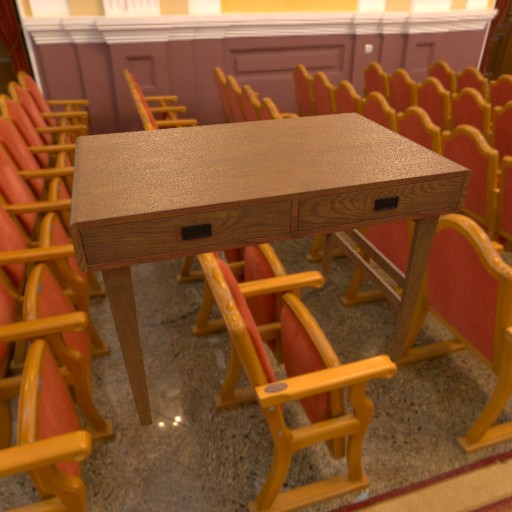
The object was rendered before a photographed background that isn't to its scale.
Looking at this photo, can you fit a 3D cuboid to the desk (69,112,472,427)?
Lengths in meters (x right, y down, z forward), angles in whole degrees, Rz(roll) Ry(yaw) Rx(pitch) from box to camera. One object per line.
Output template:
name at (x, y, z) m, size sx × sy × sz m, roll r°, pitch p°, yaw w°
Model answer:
desk at (0.000, 0.000, 1.560) m, size 1.066 × 0.754 × 0.660 m, roll -10°, pitch 33°, yaw -15°
